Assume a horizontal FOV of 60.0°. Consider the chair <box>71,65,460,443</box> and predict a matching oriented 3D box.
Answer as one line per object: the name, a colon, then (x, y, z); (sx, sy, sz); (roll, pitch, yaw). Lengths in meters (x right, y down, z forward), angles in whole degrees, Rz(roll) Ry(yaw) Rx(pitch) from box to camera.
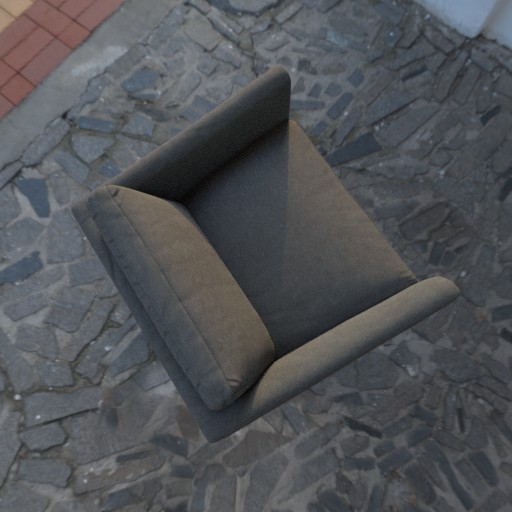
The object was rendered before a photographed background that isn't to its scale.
chair: (0.000, 0.000, 1.912); (1.091, 0.845, 1.190); (-33, 78, -8)
